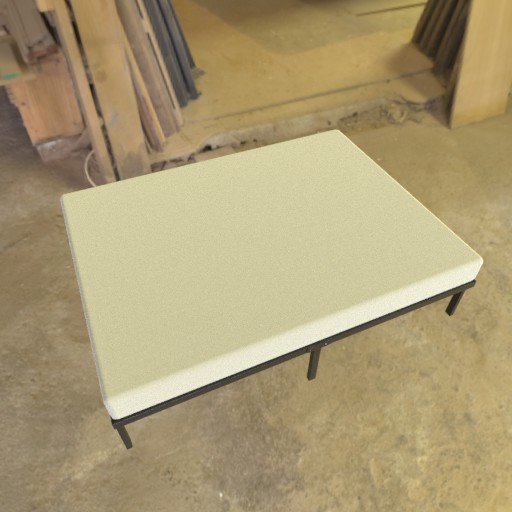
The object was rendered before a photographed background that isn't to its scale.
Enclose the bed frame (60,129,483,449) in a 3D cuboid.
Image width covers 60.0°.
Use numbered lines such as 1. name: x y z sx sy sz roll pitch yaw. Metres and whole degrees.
1. bed frame: 0.000 0.000 3.553 2.635 0.680 1.990 -17 48 -17
